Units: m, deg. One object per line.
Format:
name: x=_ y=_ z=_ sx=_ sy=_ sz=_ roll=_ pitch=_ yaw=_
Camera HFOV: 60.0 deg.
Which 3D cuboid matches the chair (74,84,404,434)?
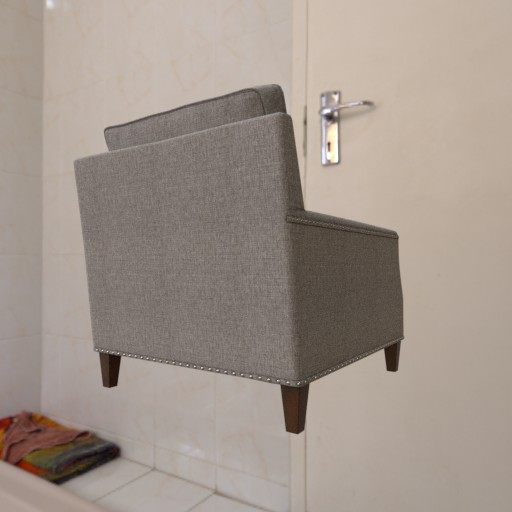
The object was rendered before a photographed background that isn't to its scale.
chair: x=0.000 y=0.000 z=1.698 sx=0.853 sy=0.943 sz=1.014 roll=-1 pitch=-2 yaw=35
